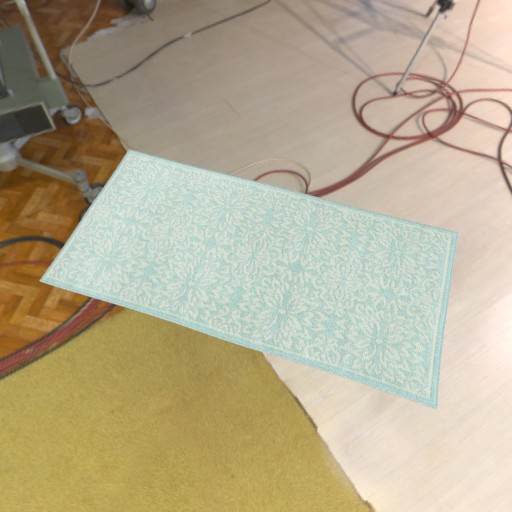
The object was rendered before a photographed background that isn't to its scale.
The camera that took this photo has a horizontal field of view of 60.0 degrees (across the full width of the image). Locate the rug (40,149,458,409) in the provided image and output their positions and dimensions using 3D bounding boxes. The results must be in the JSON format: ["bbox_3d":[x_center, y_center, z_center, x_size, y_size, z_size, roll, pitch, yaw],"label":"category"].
[{"bbox_3d":[0.000,0.000,1.427,1.219,0.007,0.604,16,59,10],"label":"rug"}]
